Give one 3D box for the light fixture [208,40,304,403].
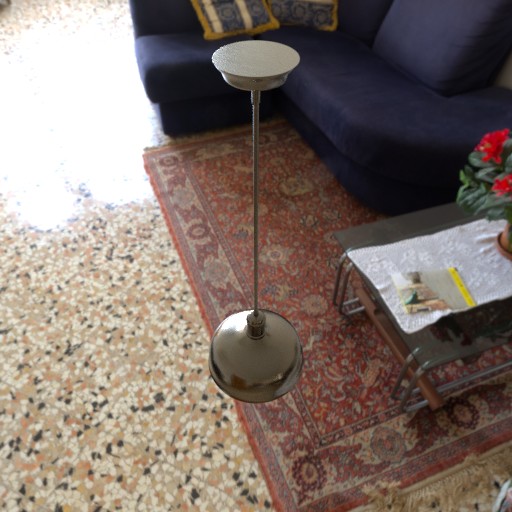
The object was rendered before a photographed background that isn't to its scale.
[{"bbox_3d":[0.000,0.000,1.059,0.299,0.935,0.299,26,52,22],"label":"light fixture"}]
